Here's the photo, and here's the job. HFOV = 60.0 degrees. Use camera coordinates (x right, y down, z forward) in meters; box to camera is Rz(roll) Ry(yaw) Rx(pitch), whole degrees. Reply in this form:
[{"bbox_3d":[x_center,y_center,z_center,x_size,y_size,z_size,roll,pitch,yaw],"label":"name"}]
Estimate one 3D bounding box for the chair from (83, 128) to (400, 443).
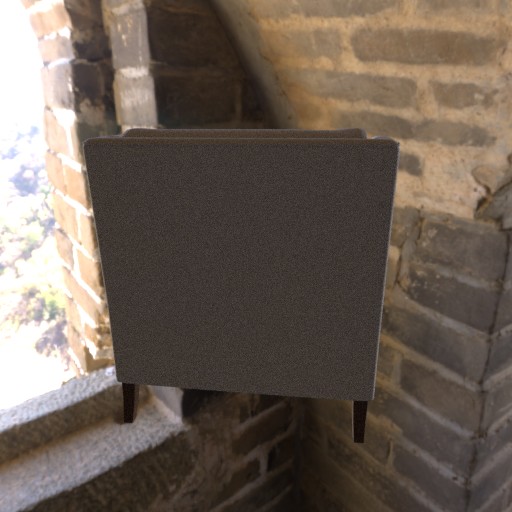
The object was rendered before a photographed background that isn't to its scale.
[{"bbox_3d":[0.000,0.000,1.885,0.982,1.056,1.040,2,17,7],"label":"chair"}]
